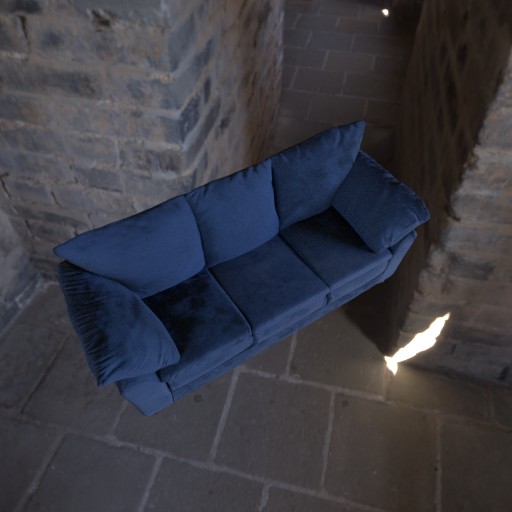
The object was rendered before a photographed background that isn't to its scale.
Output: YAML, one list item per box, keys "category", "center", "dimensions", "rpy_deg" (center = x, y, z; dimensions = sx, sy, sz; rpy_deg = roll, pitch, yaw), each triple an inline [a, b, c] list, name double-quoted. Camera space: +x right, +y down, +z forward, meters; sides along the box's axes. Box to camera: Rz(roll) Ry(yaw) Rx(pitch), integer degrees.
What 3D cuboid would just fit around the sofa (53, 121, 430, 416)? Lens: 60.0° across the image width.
- category: "sofa"
  center: [0.000, 0.000, 2.951]
  dimensions: [2.390, 1.091, 0.907]
  rpy_deg: [-26, 53, -22]
